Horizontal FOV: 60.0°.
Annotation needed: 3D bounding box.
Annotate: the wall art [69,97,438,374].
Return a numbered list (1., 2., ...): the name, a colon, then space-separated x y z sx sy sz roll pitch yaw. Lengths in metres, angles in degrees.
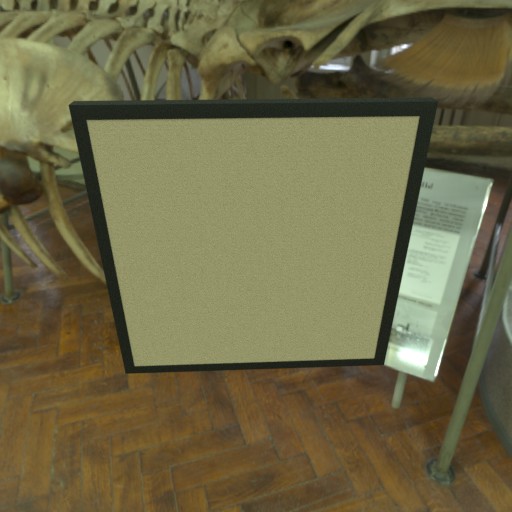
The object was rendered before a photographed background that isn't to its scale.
1. wall art: 0.000 0.000 0.451 0.306 0.304 0.015 -1 31 -2
